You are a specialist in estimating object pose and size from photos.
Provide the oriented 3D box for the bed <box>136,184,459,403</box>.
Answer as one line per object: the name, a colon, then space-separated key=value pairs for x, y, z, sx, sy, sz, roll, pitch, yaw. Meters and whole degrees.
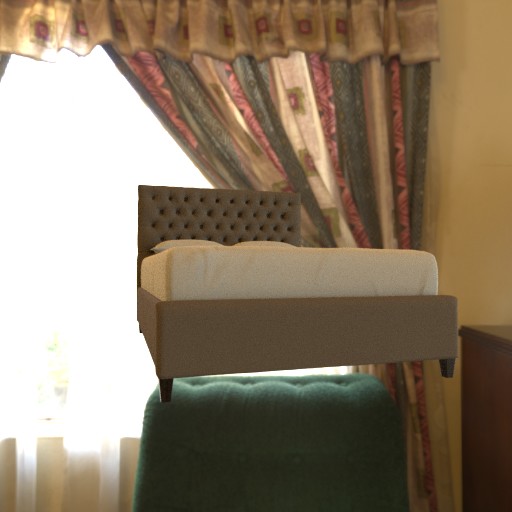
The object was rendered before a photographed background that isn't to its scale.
bed: x=0.000 y=0.000 z=3.400 sx=1.698 sy=1.427 sz=2.387 roll=1 pitch=-2 yaw=-17
